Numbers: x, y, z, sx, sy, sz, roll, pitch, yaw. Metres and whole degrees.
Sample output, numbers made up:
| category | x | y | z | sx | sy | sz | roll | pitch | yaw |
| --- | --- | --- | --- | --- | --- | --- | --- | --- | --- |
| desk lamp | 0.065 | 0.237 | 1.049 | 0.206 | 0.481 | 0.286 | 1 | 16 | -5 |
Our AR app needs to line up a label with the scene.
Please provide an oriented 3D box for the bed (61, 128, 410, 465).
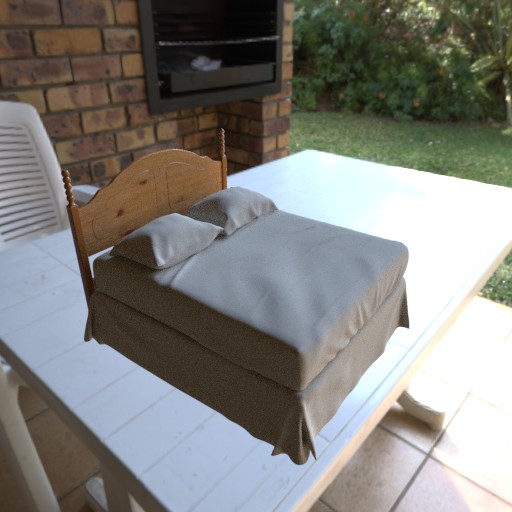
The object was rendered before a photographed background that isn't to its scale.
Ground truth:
| category | x | y | z | sx | sy | sz | roll | pitch | yaw |
| --- | --- | --- | --- | --- | --- | --- | --- | --- | --- |
| bed | 0.000 | 0.000 | 3.307 | 2.040 | 1.356 | 1.873 | 19 | 33 | 32 |
